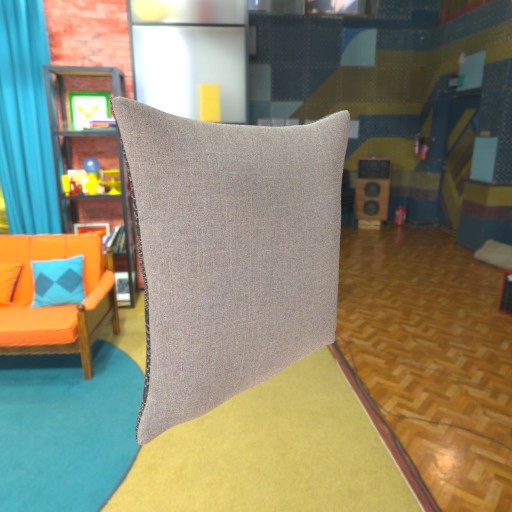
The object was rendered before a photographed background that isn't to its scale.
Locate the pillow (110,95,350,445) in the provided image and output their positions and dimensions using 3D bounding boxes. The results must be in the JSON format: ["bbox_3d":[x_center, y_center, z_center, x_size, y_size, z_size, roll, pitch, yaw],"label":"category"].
[{"bbox_3d":[0.000,0.000,0.666,0.435,0.432,0.138,-15,21,-43],"label":"pillow"}]
